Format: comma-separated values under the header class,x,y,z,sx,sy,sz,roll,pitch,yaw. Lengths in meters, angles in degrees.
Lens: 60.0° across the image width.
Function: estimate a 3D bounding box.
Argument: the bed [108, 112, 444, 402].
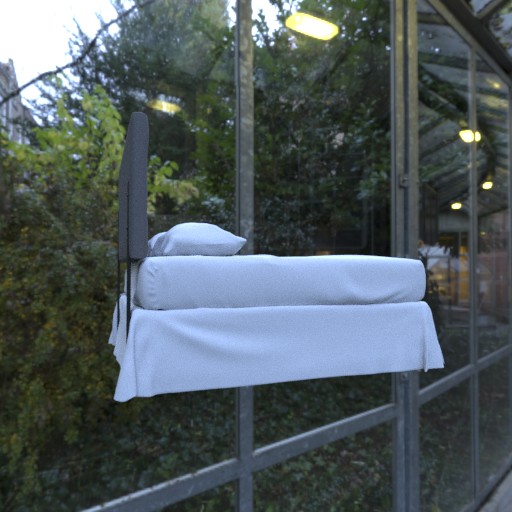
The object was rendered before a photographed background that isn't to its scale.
class,x,y,z,sx,sy,sz,roll,pitch,yaw
bed,0.000,0.000,3.564,2.222,1.577,1.936,1,-2,-19
